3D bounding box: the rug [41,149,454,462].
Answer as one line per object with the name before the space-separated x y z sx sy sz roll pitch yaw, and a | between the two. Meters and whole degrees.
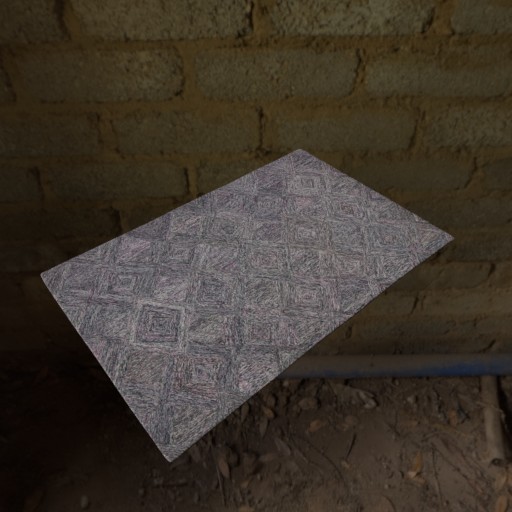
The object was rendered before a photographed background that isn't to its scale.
rug | 0.000 0.000 2.218 1.752 0.013 1.158 -31 53 -27
